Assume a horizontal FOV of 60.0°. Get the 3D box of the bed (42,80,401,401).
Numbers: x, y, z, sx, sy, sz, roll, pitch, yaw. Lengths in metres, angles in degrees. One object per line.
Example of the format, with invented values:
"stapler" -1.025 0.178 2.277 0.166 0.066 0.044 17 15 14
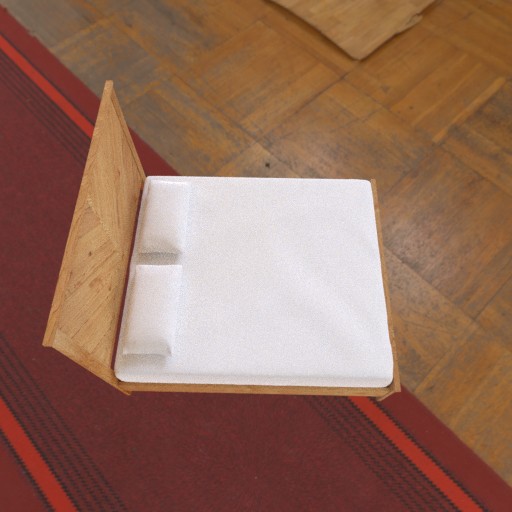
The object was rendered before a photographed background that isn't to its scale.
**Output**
"bed" 0.000 0.000 4.024 2.530 1.938 2.225 1 63 1
